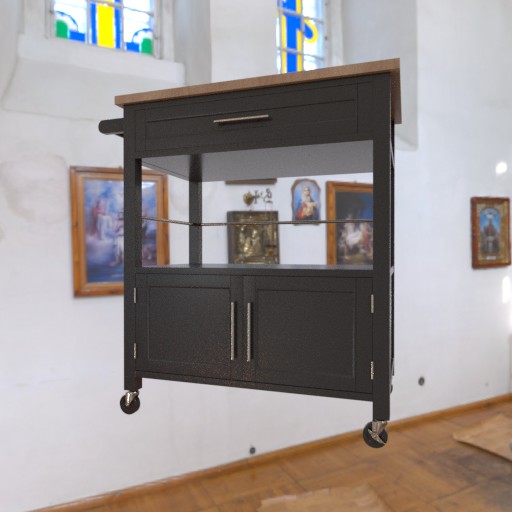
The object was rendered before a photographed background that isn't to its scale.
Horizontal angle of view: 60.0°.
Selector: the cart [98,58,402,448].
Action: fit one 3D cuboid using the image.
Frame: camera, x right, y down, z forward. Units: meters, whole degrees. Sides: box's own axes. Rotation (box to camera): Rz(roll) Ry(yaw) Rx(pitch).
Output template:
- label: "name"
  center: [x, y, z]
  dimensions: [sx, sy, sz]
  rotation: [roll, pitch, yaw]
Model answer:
- label: "cart"
  center: [0.000, 0.000, 1.353]
  dimensions: [0.840, 0.901, 0.459]
  rotation: [0, 0, 19]
